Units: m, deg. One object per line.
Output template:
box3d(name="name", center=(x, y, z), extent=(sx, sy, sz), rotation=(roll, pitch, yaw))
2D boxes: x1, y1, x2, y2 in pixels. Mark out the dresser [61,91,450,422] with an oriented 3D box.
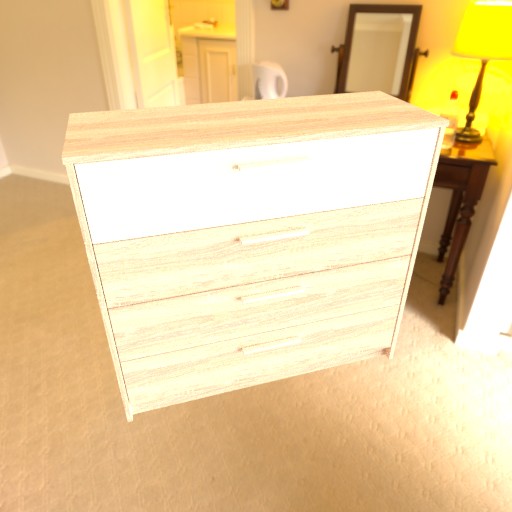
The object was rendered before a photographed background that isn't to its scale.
box3d(name="dresser", center=(0.000, 0.000, 1.455), extent=(0.980, 0.900, 0.380), rotation=(-9, 34, -14))
